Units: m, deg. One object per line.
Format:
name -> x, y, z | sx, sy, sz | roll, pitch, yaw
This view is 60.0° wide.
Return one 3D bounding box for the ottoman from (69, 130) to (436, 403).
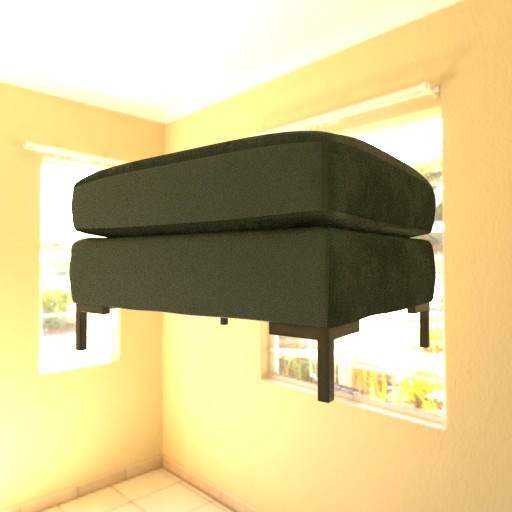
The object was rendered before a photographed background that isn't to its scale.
ottoman -> 0.000, 0.000, 1.294 | 0.839, 0.538, 0.701 | 0, -1, 36
